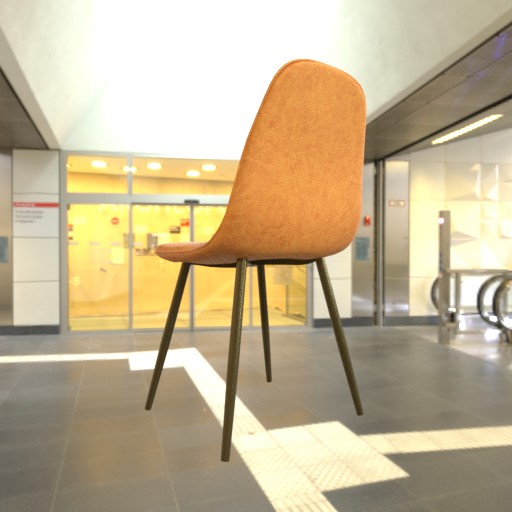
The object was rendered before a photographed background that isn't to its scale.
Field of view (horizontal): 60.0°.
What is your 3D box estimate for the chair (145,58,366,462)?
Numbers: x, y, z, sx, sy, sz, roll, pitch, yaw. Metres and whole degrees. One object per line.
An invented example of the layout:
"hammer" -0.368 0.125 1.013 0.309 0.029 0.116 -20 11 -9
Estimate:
"chair" 0.000 0.000 1.243 0.472 0.889 0.561 0 1 -38
